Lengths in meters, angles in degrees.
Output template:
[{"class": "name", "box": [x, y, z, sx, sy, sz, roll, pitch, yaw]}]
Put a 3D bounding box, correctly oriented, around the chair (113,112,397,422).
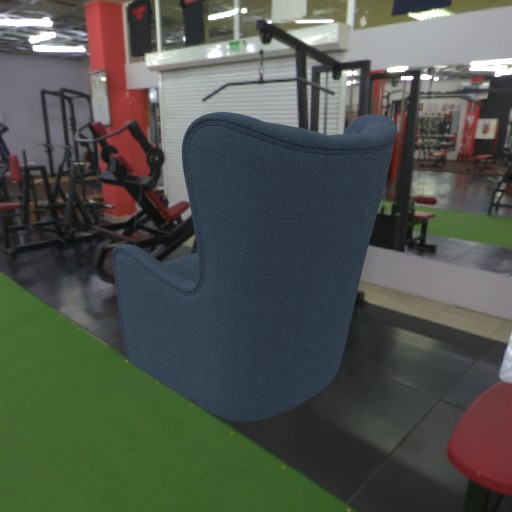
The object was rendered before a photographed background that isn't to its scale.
[{"class": "chair", "box": [0.000, 0.000, 1.770, 0.831, 1.079, 0.930, -16, 23, -42]}]
